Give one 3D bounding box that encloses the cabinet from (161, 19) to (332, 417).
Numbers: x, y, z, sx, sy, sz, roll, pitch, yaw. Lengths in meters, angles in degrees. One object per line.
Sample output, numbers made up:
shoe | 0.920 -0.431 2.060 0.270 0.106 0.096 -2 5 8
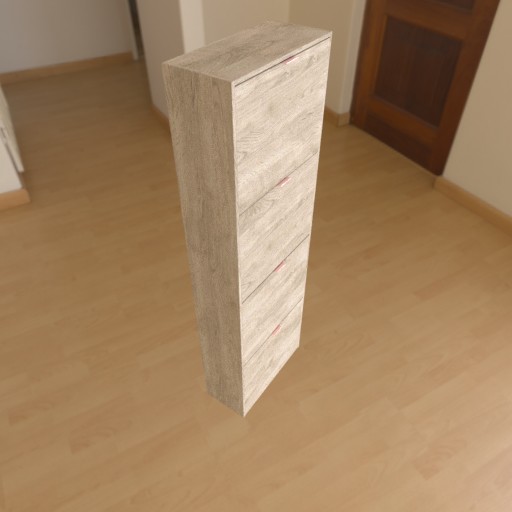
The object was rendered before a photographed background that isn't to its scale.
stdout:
cabinet | 0.000 0.000 1.825 0.250 1.630 0.520 25 48 25
